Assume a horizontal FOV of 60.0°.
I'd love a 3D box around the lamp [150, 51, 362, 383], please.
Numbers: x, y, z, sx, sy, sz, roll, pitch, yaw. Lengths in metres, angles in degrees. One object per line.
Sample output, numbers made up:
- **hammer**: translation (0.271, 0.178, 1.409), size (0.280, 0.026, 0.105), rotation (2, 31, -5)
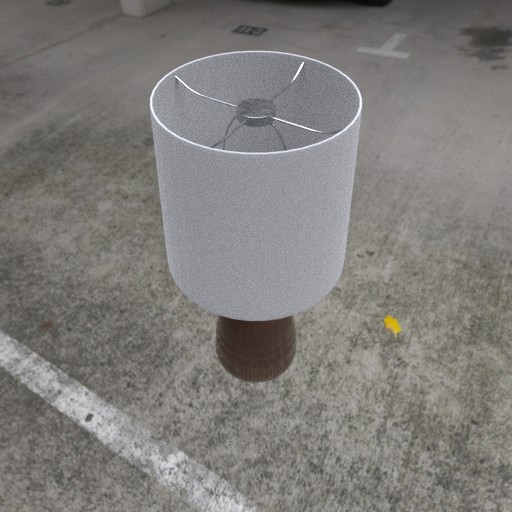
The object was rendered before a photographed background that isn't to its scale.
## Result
- **lamp**: translation (0.000, 0.000, 0.480), size (0.186, 0.369, 0.186), rotation (0, 47, 0)
